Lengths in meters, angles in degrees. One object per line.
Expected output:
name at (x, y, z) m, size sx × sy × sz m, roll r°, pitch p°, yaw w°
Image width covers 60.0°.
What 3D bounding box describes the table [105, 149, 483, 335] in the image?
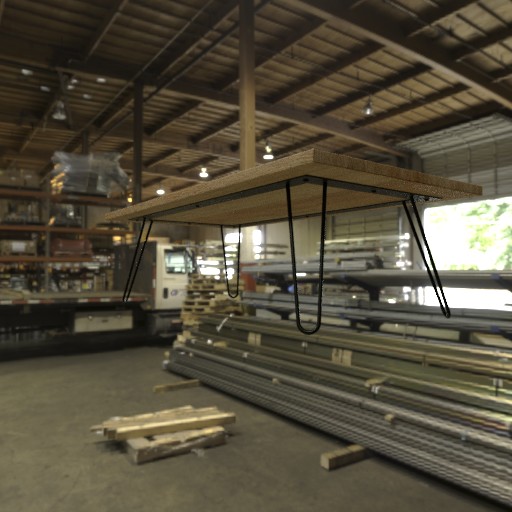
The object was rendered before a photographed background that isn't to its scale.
table at (0.000, 0.000, 1.661) m, size 0.699 × 0.400 × 1.348 m, roll 1°, pitch -2°, yaw -36°
